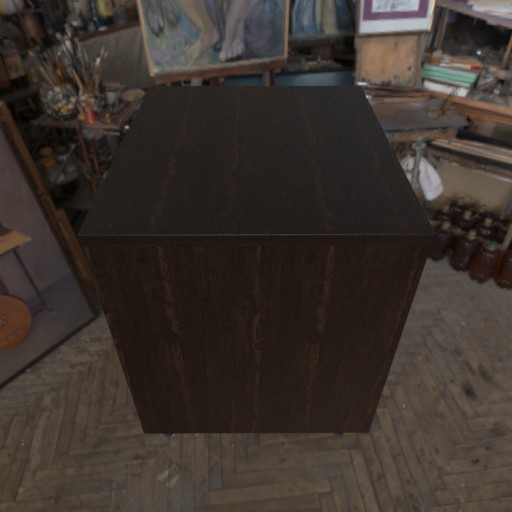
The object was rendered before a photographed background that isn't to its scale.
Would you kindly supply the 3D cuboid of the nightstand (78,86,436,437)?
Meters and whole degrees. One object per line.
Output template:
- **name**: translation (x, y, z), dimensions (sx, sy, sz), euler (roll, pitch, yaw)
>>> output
- **nightstand**: translation (0.000, 0.000, 0.870), dimensions (0.427, 0.487, 0.489), euler (0, 41, 0)
